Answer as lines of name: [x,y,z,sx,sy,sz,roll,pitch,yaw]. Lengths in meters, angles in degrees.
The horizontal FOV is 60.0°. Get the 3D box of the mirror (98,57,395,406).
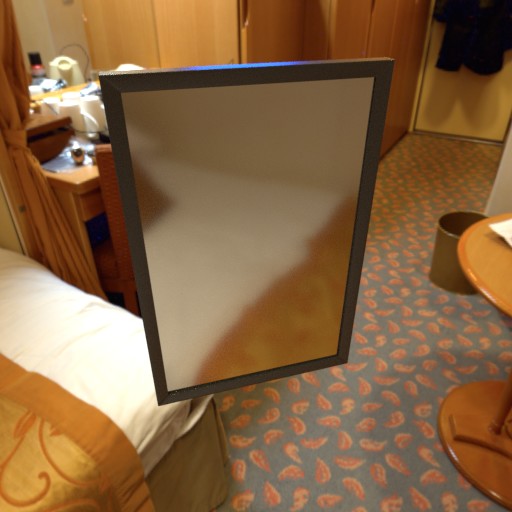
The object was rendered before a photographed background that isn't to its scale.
mirror: [0.000,0.000,1.140,0.609,0.915,0.040,-9,34,-14]
